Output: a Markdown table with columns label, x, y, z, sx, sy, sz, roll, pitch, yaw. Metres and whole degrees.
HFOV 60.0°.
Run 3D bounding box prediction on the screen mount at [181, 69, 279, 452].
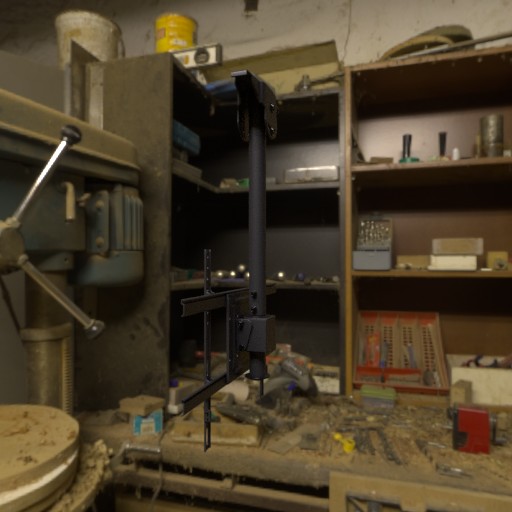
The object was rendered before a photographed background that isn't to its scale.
| label | x | y | z | sx | sy | sz | roll | pitch | yaw |
| --- | --- | --- | --- | --- | --- | --- | --- | --- | --- |
| screen mount | 0.000 | 0.000 | 1.045 | 0.090 | 0.775 | 0.595 | 0 | 0 | 18 |
